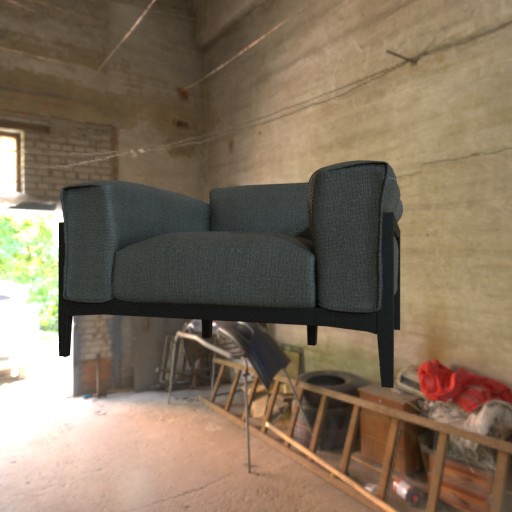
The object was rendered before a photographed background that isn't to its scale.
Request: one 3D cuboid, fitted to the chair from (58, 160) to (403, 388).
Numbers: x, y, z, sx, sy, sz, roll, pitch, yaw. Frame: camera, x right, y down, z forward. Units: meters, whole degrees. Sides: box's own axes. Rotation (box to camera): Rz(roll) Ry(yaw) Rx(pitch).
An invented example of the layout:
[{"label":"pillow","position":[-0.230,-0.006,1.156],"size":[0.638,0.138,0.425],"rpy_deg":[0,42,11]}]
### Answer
[{"label":"chair","position":[0.000,0.000,1.691],"size":[1.056,0.646,0.969],"rpy_deg":[0,0,19]}]
